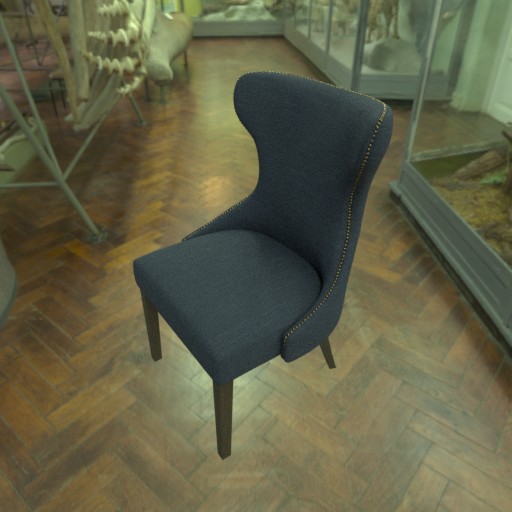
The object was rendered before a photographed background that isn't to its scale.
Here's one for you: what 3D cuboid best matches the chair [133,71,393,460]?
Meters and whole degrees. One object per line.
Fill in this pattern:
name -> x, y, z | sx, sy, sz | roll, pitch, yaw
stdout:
chair -> 0.000, 0.000, 1.390 | 0.635, 0.967, 0.628 | -22, 39, -29
